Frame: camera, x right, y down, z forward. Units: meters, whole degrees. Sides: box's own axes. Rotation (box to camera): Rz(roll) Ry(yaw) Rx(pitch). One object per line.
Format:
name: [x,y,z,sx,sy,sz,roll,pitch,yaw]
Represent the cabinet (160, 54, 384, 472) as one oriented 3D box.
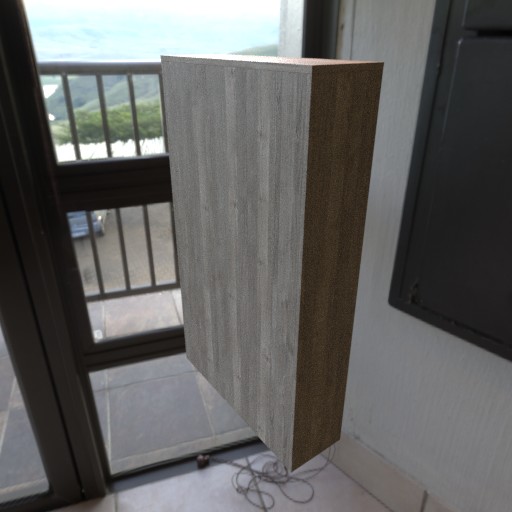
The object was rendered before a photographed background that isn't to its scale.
cabinet: [0.000,0.000,1.568,0.250,1.280,0.750,-18,31,-32]
